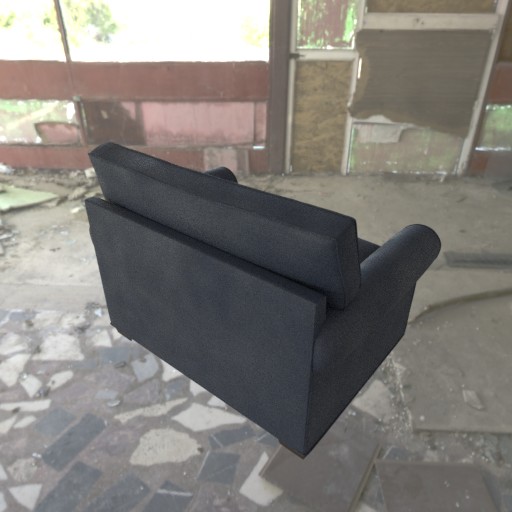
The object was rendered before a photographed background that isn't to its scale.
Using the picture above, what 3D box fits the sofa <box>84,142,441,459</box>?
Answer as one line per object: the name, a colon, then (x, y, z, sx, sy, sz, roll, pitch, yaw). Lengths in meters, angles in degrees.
sofa: (0.000, 0.000, 2.100, 1.405, 1.004, 0.938, 23, 38, 33)
